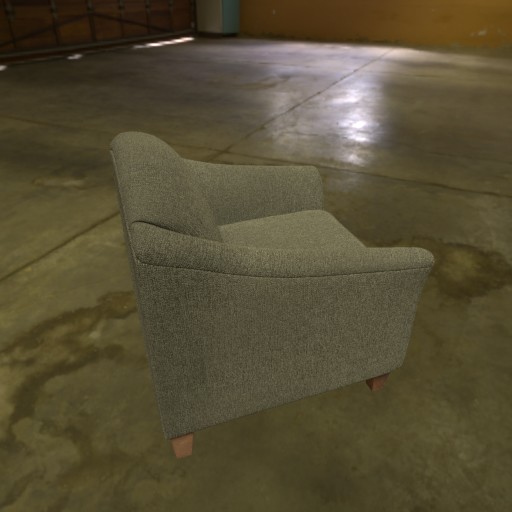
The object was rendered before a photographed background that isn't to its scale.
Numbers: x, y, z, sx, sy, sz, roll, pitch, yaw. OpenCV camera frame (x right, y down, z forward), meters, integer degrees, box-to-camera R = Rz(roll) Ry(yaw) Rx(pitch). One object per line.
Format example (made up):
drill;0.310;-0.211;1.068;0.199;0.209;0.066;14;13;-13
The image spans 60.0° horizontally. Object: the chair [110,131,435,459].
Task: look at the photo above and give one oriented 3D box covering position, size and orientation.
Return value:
chair;0.000;0.000;1.449;0.787;0.839;0.763;-10;33;-17
